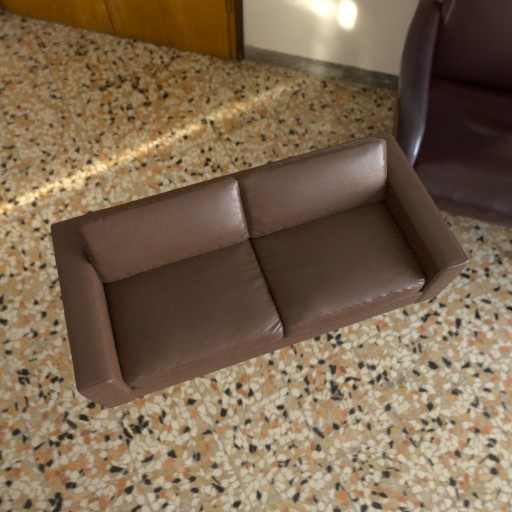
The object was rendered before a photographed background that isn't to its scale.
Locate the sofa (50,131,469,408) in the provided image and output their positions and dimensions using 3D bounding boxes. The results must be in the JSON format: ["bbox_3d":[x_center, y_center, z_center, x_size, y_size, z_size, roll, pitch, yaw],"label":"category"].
[{"bbox_3d":[0.000,0.000,2.735,2.262,0.801,1.070,-17,65,-8],"label":"sofa"}]
